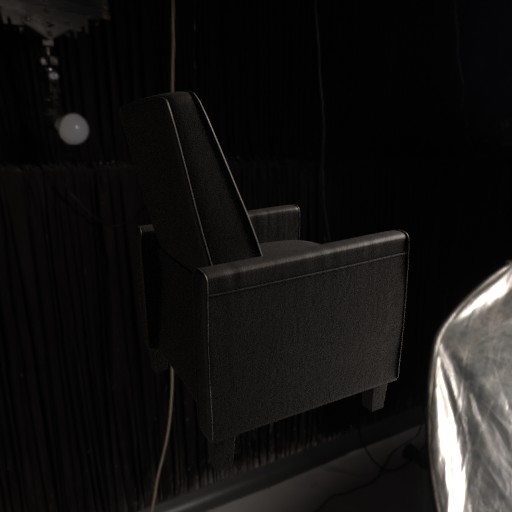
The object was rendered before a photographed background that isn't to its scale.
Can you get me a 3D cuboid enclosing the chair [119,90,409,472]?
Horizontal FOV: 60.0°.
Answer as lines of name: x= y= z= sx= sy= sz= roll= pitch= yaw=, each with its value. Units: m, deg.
chair: x=0.000 y=0.000 z=1.516 sx=0.746 sy=1.013 sz=0.705 roll=-8 pitch=17 yaw=-27
